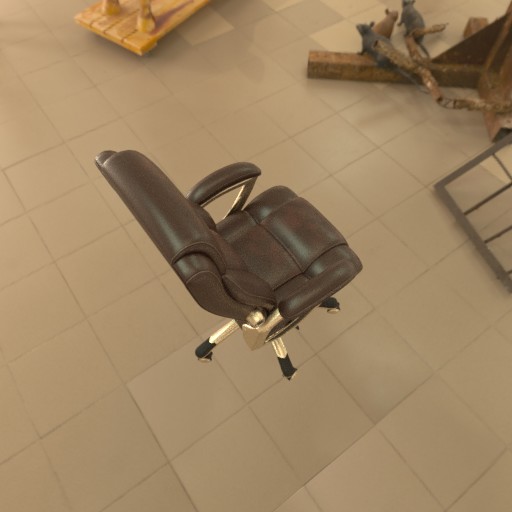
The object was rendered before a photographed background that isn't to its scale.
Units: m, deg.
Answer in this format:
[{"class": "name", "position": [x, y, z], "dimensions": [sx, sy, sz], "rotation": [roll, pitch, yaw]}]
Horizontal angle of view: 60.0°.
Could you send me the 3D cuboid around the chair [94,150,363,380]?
[{"class": "chair", "position": [0.000, 0.000, 1.692], "dimensions": [0.749, 1.194, 0.692], "rotation": [-32, 64, -18]}]
